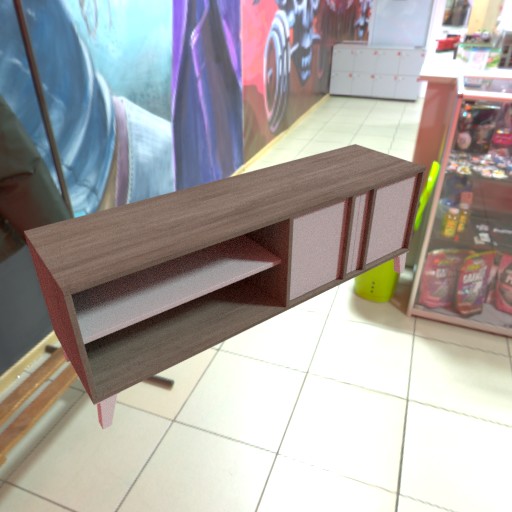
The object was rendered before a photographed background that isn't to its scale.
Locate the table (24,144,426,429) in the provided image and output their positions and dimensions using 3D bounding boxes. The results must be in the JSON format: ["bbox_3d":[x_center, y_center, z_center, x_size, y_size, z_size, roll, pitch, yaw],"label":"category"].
[{"bbox_3d":[0.000,0.000,1.758,1.500,0.530,0.400,-21,37,-31],"label":"table"}]
